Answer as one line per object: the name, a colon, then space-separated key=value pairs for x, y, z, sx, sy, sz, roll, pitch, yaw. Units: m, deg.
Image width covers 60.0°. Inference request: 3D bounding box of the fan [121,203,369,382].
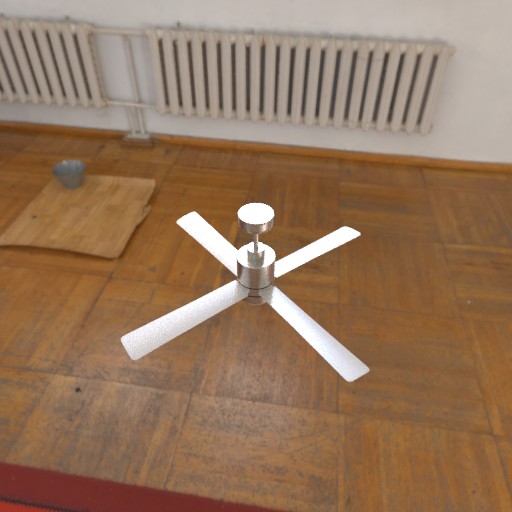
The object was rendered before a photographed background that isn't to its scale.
fan: x=0.000 y=0.000 z=2.298 sx=1.525 sy=0.539 sz=1.525 roll=-26 pitch=47 yaw=-27
